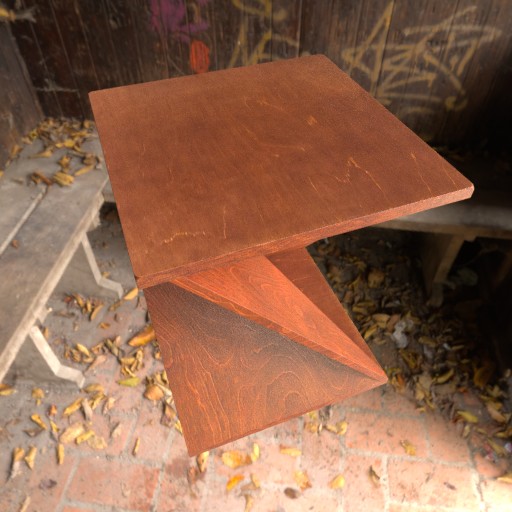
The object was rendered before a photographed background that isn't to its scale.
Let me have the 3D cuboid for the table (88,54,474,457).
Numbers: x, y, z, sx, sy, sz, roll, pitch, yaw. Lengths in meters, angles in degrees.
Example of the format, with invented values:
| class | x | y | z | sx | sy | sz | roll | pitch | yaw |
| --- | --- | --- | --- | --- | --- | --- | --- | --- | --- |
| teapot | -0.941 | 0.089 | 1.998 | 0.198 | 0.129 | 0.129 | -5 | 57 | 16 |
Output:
| class | x | y | z | sx | sy | sz | roll | pitch | yaw |
| --- | --- | --- | --- | --- | --- | --- | --- | --- | --- |
| table | 0.000 | 0.000 | 0.830 | 0.427 | 0.520 | 0.427 | -16 | 49 | -14 |
